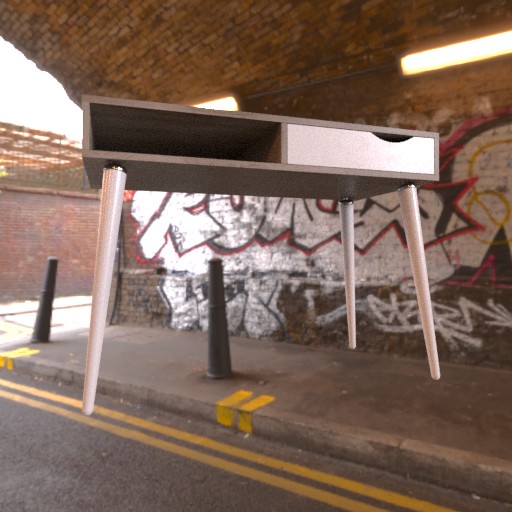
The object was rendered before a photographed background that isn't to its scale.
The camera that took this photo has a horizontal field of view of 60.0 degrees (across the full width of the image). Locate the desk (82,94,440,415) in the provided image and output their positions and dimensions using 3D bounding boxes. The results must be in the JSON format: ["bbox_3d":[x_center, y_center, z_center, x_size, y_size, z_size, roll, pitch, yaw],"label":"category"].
[{"bbox_3d":[0.000,0.000,1.371,0.979,0.723,0.491,0,0,-18],"label":"desk"}]
